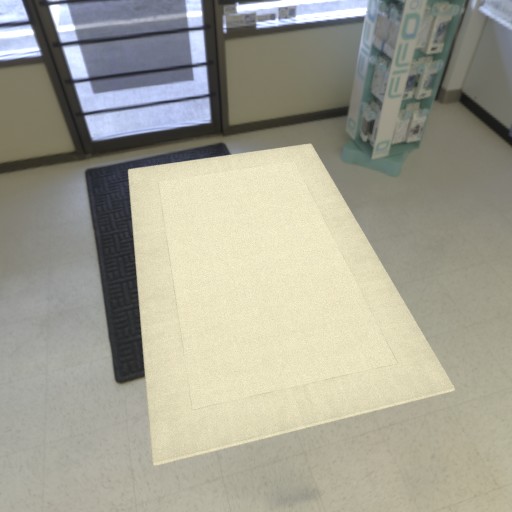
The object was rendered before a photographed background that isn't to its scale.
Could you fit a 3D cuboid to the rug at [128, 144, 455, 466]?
[{"bbox_3d":[0.000,0.000,2.301,1.219,0.013,1.829,-10,48,-9],"label":"rug"}]
